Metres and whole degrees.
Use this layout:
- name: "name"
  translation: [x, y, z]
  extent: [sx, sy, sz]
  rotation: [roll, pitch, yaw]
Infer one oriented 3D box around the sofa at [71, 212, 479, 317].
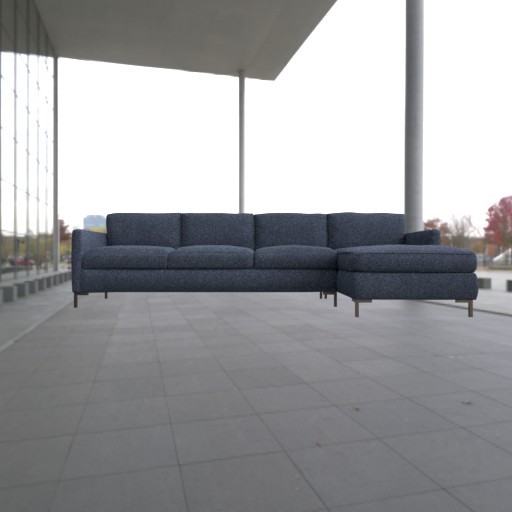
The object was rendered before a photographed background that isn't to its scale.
- name: "sofa"
  translation: [0.000, 0.000, 3.553]
  extent: [2.932, 0.810, 1.350]
  rotation: [0, 0, 0]
